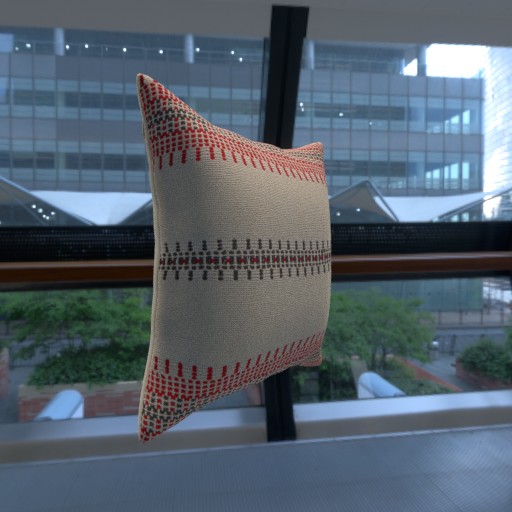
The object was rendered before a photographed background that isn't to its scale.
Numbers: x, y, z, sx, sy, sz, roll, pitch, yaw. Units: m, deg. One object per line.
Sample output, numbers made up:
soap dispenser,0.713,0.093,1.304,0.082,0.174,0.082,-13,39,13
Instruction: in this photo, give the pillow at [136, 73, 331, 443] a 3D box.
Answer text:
pillow,0.000,0.000,0.723,0.160,0.454,0.463,1,1,37
